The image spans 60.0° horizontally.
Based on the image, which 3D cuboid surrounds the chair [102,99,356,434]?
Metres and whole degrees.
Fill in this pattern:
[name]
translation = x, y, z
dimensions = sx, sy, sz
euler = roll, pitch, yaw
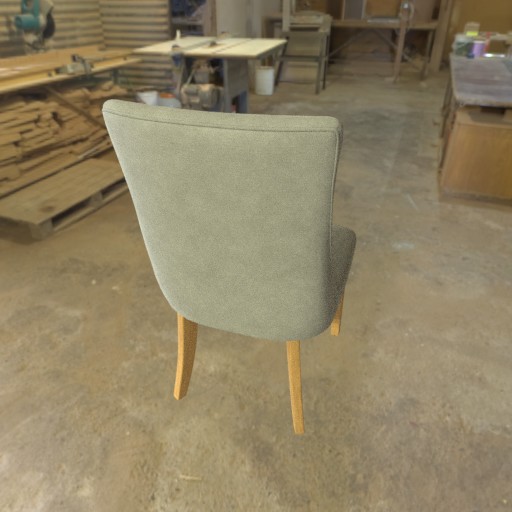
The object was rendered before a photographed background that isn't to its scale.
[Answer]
[chair]
translation = 0.000, 0.000, 1.231
dimensions = 0.495, 0.902, 0.610
euler = 10, 32, 16
